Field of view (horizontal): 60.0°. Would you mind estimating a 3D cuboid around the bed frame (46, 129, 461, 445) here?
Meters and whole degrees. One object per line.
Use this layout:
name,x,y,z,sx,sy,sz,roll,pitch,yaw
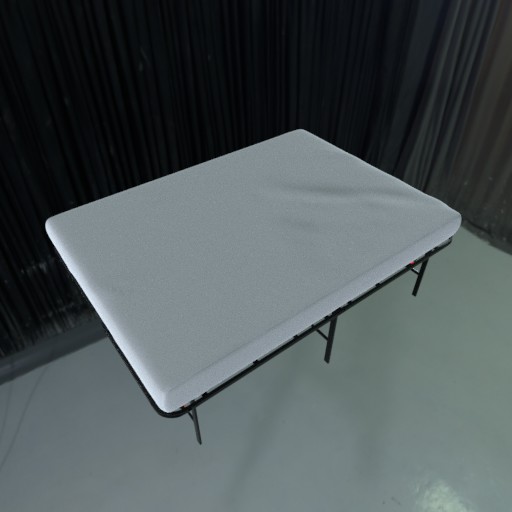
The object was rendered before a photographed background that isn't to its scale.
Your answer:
bed frame,0.000,0.000,2.616,1.905,0.637,1.372,-26,48,-27
